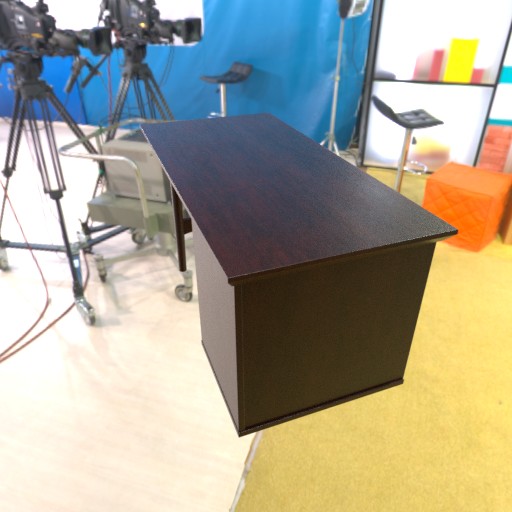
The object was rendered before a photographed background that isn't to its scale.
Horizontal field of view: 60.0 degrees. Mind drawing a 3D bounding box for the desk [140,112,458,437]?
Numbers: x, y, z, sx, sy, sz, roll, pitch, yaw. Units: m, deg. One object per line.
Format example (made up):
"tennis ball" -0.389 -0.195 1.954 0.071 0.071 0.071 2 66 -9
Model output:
"desk" 0.000 0.000 1.735 0.612 0.758 1.277 -11 33 -18
